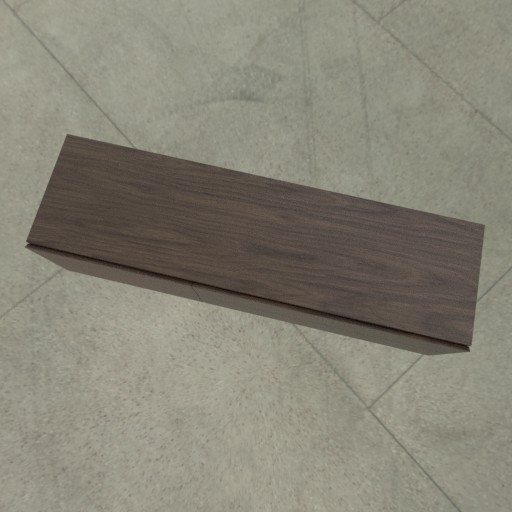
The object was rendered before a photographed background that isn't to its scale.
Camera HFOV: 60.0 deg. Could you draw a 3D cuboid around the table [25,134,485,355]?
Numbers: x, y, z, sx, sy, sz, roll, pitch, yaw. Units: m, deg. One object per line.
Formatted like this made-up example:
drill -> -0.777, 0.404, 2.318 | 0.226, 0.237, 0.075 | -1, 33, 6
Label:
table -> 0.000, 0.000, 1.640 | 1.397, 0.508, 0.405 | 13, 76, 3
